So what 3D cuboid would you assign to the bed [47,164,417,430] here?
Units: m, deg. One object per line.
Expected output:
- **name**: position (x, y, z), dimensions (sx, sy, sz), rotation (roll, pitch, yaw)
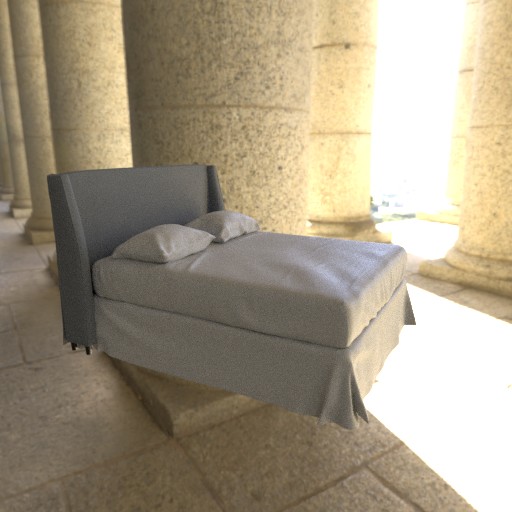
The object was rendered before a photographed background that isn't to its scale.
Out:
- **bed**: position (0.000, 0.000, 3.473), dimensions (2.276, 1.332, 1.925), rotation (7, 16, 28)
